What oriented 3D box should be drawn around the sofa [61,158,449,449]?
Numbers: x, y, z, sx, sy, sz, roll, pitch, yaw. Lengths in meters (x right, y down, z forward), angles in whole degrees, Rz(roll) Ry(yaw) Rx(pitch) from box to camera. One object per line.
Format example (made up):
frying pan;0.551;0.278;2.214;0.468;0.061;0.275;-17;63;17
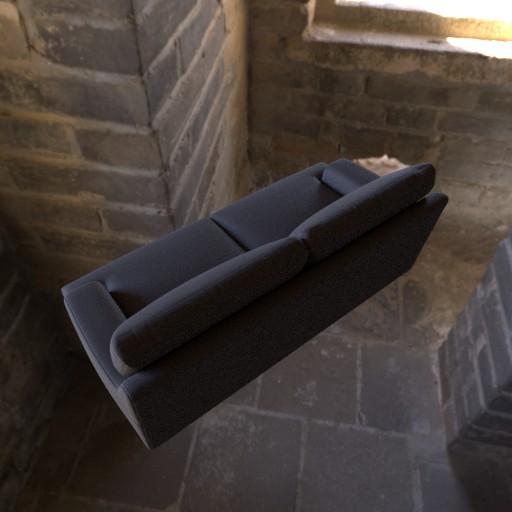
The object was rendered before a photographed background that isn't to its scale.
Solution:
sofa;0.000;0.000;2.816;2.271;0.950;1.140;-29;53;-25
